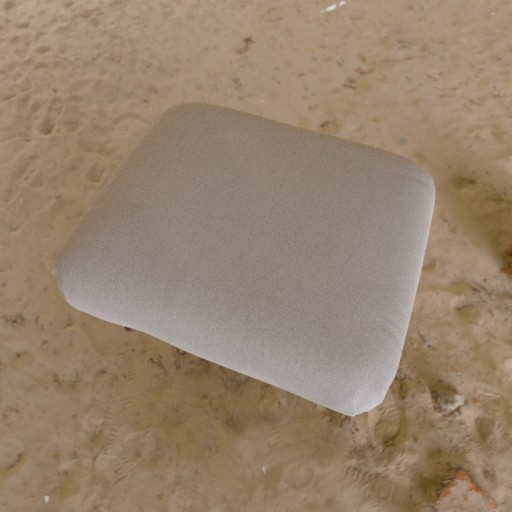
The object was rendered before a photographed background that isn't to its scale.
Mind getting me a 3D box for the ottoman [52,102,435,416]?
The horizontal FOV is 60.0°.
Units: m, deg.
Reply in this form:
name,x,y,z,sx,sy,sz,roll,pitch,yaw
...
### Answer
name,x,y,z,sx,sy,sz,roll,pitch,yaw
ottoman,0.000,0.000,1.115,0.746,0.450,0.622,18,59,11
